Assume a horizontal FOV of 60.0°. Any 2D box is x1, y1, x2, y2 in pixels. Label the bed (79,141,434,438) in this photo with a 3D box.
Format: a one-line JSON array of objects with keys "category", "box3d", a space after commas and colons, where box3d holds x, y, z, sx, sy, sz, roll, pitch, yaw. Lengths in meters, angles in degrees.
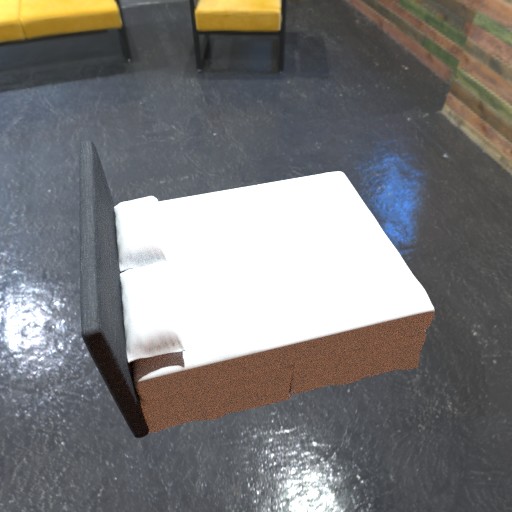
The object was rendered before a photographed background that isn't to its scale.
[{"category": "bed", "box3d": [0.000, 0.000, 3.217, 2.142, 1.330, 1.723, -11, 48, -10]}]
